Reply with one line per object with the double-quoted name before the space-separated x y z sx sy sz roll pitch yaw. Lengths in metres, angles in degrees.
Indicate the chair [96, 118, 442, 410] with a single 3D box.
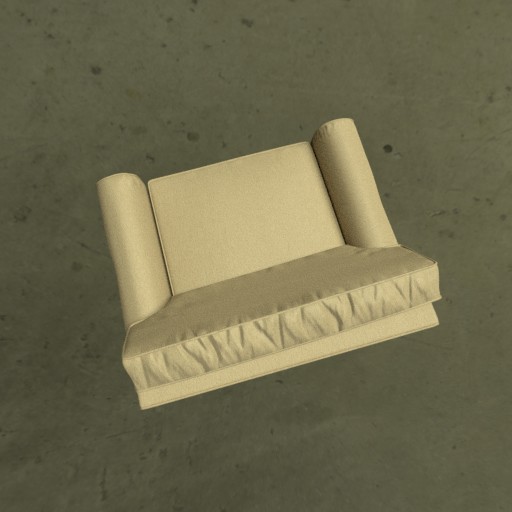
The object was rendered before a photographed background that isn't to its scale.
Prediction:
"chair" 0.000 0.000 1.777 1.096 0.937 0.903 -15 76 -4
